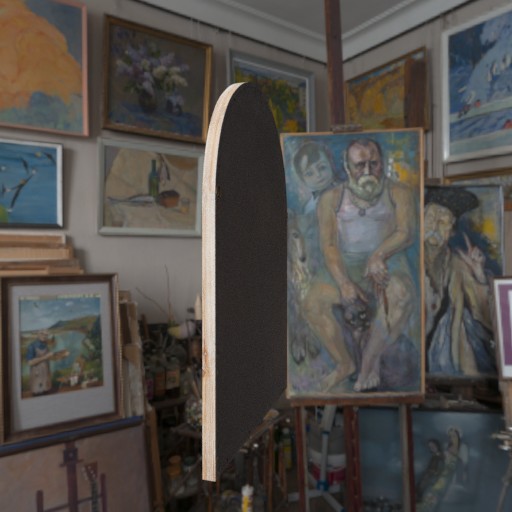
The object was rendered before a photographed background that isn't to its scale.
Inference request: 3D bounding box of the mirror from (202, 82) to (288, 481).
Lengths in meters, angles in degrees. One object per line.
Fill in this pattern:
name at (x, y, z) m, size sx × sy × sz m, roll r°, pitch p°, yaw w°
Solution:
mirror at (0.000, 0.000, 1.225) m, size 0.032 × 0.920 × 0.660 m, roll 0°, pitch 1°, yaw 17°
